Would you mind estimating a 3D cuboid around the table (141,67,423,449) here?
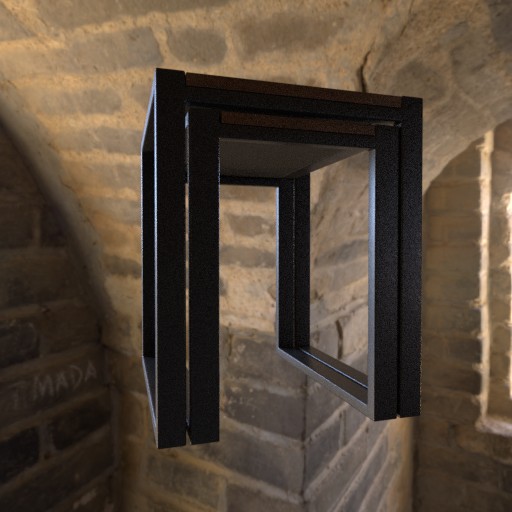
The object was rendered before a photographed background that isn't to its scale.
[{"bbox_3d":[0.000,0.000,0.938,0.449,0.550,0.500,0,1,-17],"label":"table"}]
